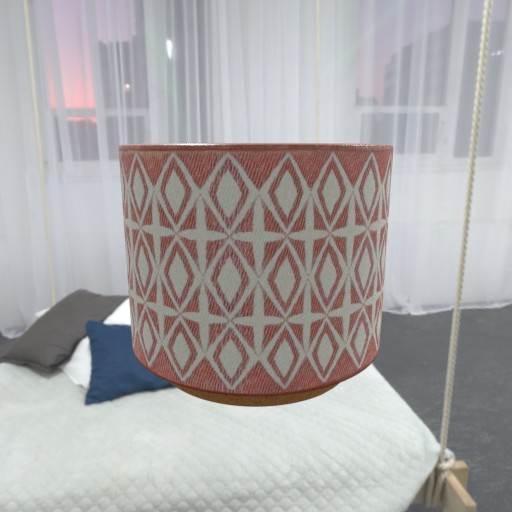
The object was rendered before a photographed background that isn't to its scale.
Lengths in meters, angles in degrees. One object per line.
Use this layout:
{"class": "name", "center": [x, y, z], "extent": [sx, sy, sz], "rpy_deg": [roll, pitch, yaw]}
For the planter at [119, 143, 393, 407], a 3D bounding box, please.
{"class": "planter", "center": [0.000, 0.000, 0.487], "extent": [0.273, 0.237, 0.273], "rpy_deg": [0, 13, 0]}
